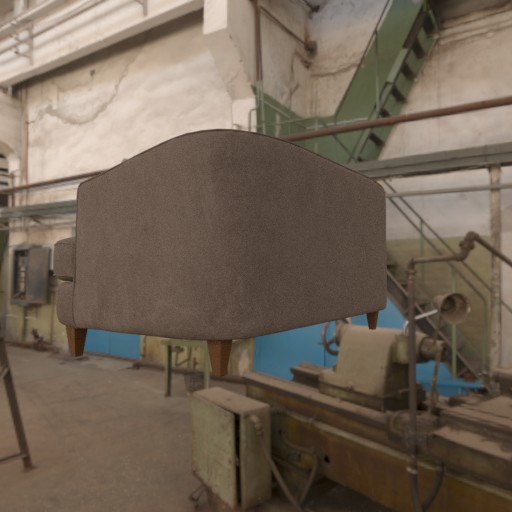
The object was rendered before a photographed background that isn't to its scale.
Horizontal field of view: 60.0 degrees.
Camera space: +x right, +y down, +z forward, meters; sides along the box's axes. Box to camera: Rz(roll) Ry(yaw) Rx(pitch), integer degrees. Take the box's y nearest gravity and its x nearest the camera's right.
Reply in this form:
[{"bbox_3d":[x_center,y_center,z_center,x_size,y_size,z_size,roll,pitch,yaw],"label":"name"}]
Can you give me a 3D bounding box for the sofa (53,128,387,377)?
[{"bbox_3d":[0.000,0.000,2.292,0.941,0.855,1.733,-1,-2,35],"label":"sofa"}]
